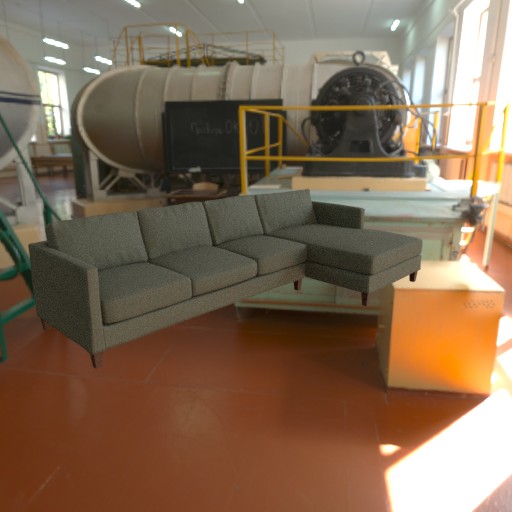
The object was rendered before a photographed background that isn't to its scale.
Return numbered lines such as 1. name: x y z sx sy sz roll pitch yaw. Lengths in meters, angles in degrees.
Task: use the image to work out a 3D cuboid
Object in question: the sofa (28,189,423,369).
1. sofa: 0.000 0.000 3.873 1.625 0.861 3.186 15 21 42
